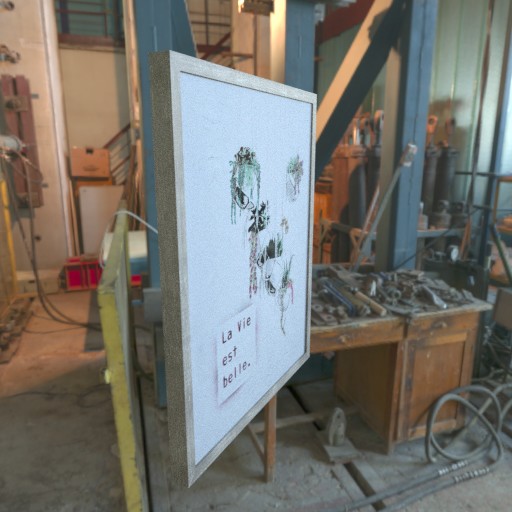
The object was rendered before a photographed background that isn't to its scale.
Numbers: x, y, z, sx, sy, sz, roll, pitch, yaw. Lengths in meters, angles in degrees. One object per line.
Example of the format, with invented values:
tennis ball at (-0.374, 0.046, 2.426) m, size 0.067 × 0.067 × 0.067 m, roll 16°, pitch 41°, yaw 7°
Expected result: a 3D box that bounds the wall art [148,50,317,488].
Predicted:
wall art at (0.000, 0.000, 0.696) m, size 0.032 × 0.521 × 0.421 m, roll 7°, pitch 15°, yaw 27°
